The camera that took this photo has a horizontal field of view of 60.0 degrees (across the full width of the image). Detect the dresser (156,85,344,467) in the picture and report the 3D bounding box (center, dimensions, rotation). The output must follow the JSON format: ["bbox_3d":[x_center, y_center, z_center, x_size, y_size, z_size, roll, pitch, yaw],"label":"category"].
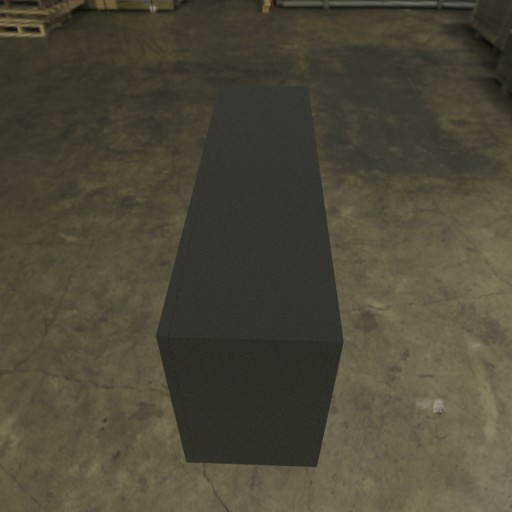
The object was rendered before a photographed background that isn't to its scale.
[{"bbox_3d":[0.000,0.000,1.905,0.463,0.872,1.558,1,42,2],"label":"dresser"}]
